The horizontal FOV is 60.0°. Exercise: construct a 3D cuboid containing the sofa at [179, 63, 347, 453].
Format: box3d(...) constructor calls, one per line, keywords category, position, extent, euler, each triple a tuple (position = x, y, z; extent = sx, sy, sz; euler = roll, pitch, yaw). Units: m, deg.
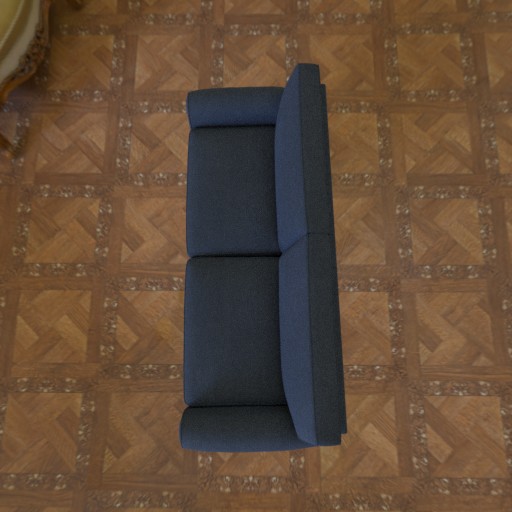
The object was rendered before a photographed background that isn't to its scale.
box3d(category="sofa", position=(0.000, 0.000, 2.946), extent=(0.954, 1.026, 2.391), euler=(-1, 76, 0))
